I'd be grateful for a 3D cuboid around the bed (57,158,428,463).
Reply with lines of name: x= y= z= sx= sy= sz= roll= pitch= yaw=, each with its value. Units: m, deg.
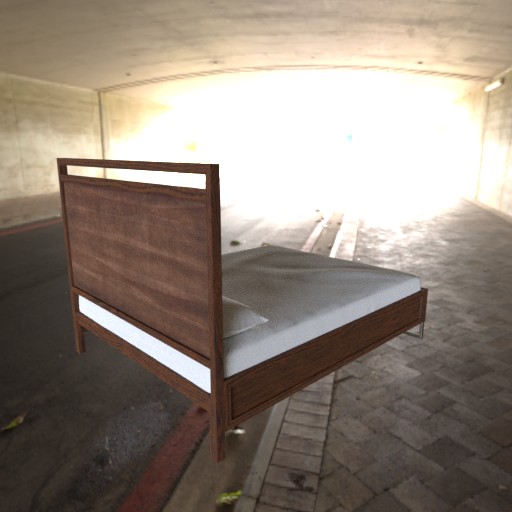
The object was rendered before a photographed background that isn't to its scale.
bed: x=0.000 y=0.000 z=3.432 sx=2.218 sy=1.487 sz=1.765 roll=-13 pitch=18 yaw=-42
